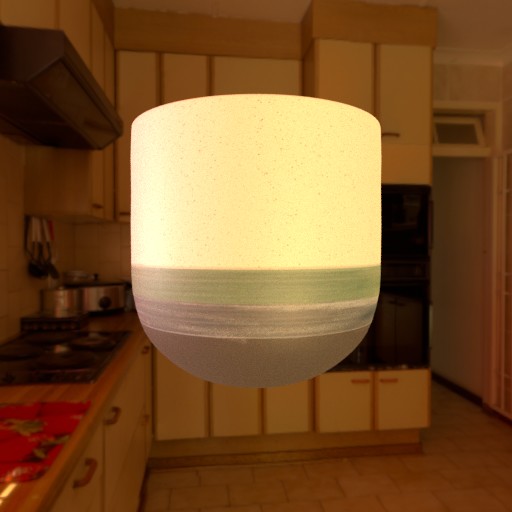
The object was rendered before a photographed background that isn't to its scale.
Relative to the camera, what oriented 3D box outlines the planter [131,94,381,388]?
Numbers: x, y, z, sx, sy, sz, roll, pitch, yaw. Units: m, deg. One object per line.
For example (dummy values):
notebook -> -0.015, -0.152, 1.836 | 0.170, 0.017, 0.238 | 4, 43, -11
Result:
planter -> 0.000, 0.000, 0.495 | 0.268, 0.270, 0.268 | 0, 1, 0
